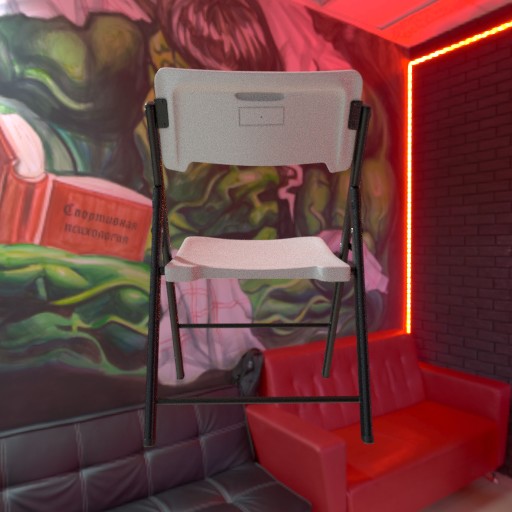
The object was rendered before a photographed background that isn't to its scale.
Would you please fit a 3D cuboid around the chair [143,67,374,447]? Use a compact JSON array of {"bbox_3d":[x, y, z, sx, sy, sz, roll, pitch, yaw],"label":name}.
[{"bbox_3d":[0.000,0.000,1.130,0.482,0.765,0.577,0,1,-2],"label":"chair"}]
